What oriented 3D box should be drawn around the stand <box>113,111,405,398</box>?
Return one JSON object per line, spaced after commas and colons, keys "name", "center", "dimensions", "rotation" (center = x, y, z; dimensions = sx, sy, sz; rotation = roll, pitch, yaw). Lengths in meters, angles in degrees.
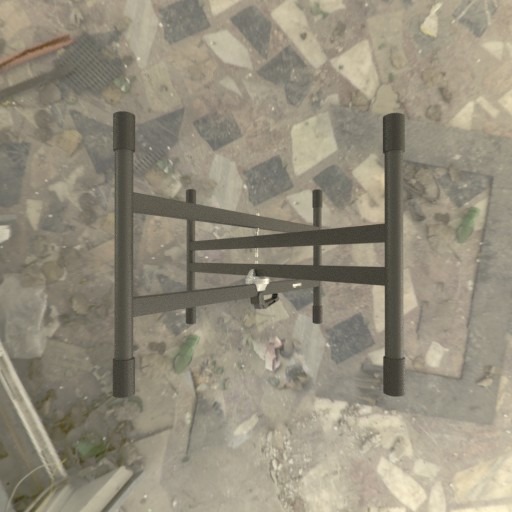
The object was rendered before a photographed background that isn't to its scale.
{"name": "stand", "center": [0.000, 0.000, 1.195], "dimensions": [0.503, 0.900, 0.495], "rotation": [0, 90, -1]}
